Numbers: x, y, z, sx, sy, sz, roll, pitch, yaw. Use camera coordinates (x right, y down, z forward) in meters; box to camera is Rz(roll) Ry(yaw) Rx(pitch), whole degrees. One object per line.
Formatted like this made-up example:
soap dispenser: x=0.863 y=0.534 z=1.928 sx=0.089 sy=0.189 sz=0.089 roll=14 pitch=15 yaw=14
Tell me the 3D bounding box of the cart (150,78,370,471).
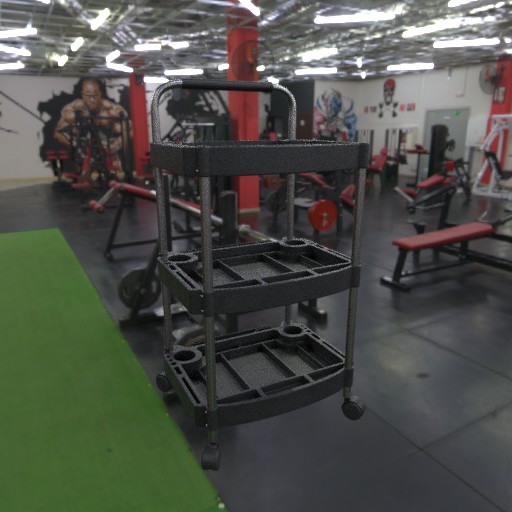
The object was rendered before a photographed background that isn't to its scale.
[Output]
cart: x=0.000 y=0.000 z=1.409 sx=0.584 sy=1.075 sz=0.518 roll=-8 pitch=18 yaw=-26
